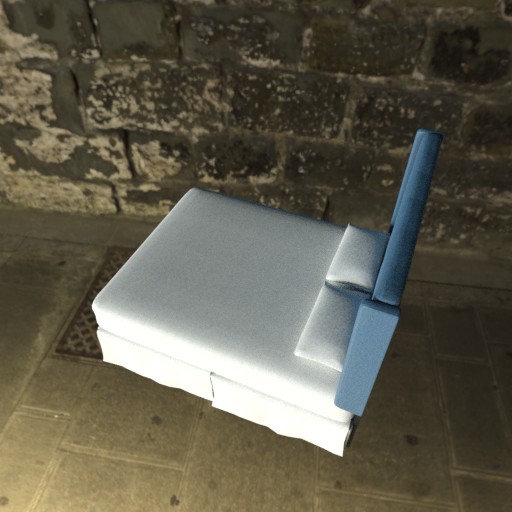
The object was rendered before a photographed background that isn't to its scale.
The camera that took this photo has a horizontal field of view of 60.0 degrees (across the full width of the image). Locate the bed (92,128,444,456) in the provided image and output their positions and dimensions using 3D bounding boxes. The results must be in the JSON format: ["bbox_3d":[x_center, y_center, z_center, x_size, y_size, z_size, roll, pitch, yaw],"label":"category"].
[{"bbox_3d":[0.000,0.000,3.327,2.078,1.665,1.719,17,48,16],"label":"bed"}]
